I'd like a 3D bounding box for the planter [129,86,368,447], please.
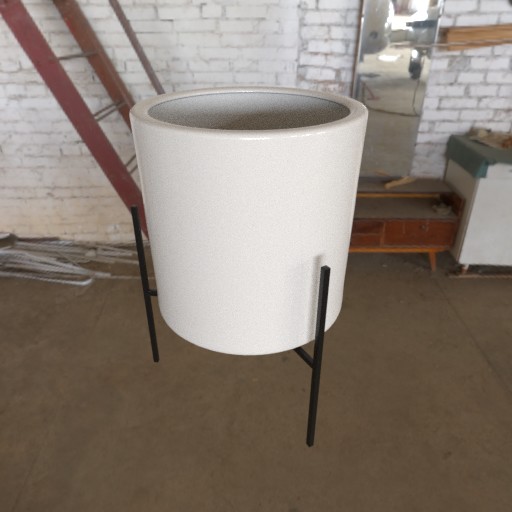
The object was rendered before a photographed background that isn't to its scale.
[{"bbox_3d":[0.000,0.000,0.646,0.307,0.431,0.308,19,34,29],"label":"planter"}]
